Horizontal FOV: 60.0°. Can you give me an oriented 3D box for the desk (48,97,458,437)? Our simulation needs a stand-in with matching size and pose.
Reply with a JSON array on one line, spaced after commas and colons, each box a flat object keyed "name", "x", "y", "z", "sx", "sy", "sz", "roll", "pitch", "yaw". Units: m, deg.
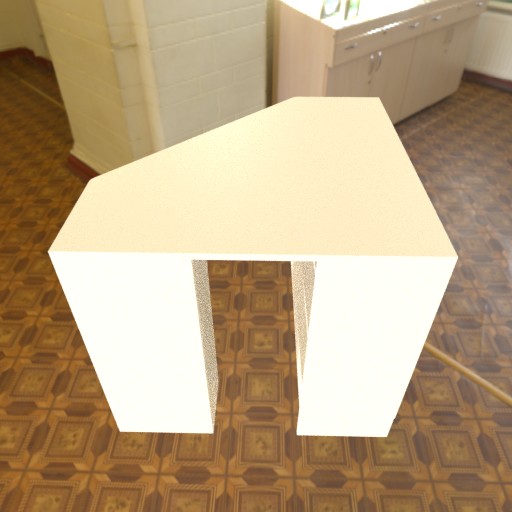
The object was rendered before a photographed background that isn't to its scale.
[{"name": "desk", "x": 0.000, "y": 0.000, "z": 1.622, "sx": 0.926, "sy": 0.818, "sz": 0.940, "roll": 1, "pitch": 41, "yaw": 1}]
